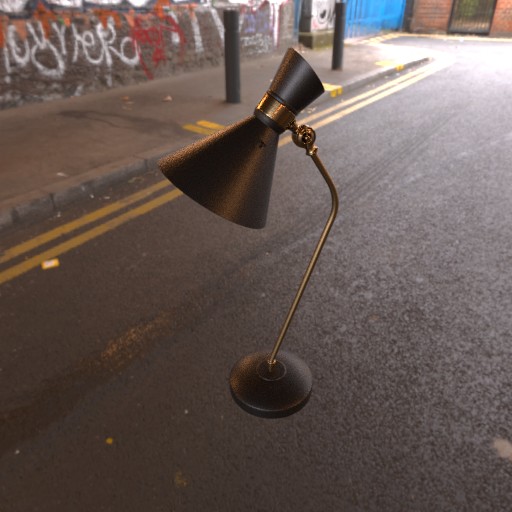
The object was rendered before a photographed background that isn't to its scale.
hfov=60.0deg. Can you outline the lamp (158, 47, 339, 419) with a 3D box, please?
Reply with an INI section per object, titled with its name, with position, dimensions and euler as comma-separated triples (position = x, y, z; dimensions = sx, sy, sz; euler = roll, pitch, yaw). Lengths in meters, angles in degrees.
[lamp]
position = 0.000, 0.000, 0.760
dimensions = 0.292, 0.647, 0.189
euler = -8, 32, -14
